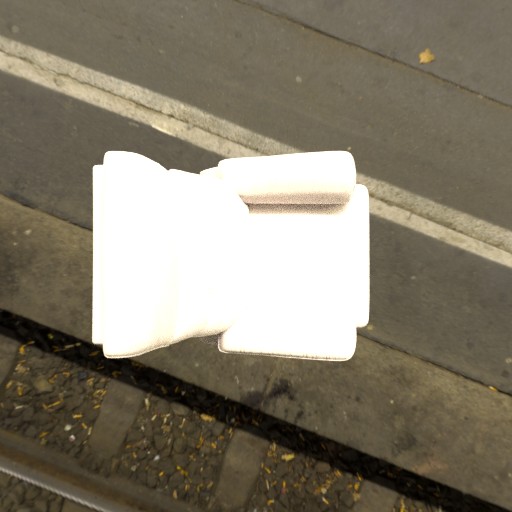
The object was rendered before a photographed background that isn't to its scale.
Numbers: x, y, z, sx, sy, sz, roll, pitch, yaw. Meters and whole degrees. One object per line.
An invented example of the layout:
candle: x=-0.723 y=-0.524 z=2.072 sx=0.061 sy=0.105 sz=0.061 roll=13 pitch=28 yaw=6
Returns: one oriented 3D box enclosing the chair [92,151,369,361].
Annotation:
chair: x=0.000 y=0.000 z=1.808 sx=1.001 sy=1.039 sz=0.820 roll=0 pitch=89 yaw=1
